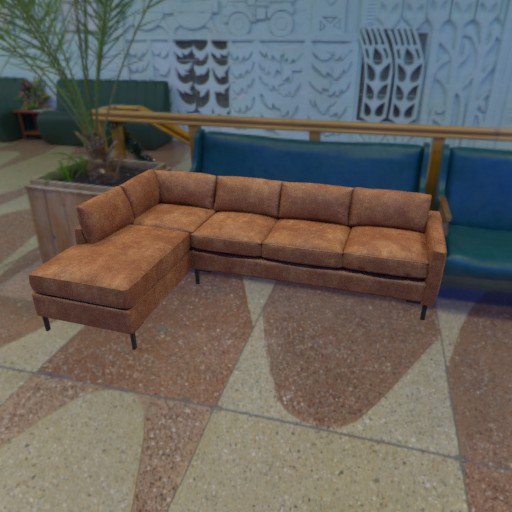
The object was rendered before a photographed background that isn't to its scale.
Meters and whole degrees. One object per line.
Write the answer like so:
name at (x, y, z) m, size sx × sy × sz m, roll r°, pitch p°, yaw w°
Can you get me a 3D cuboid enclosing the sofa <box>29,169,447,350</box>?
sofa at (0.000, 0.000, 3.737) m, size 2.984 × 0.877 × 1.938 m, roll 8°, pitch 27°, yaw 15°
